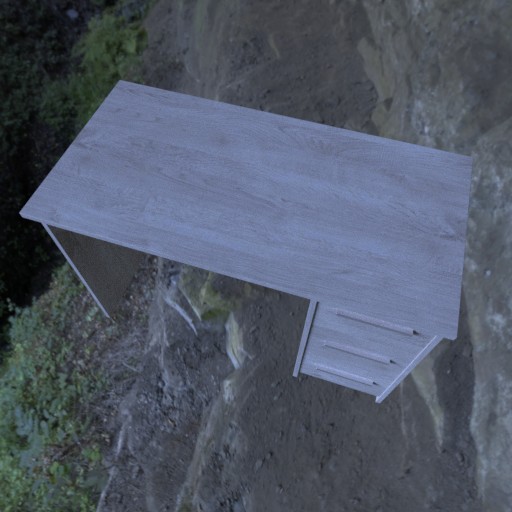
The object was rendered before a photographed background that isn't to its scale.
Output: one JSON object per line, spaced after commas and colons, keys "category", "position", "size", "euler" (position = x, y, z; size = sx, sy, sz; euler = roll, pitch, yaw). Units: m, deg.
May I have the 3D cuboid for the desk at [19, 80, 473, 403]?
{"category": "desk", "position": [0.000, 0.000, 1.501], "size": [1.097, 0.735, 0.560], "euler": [15, 59, 9]}
